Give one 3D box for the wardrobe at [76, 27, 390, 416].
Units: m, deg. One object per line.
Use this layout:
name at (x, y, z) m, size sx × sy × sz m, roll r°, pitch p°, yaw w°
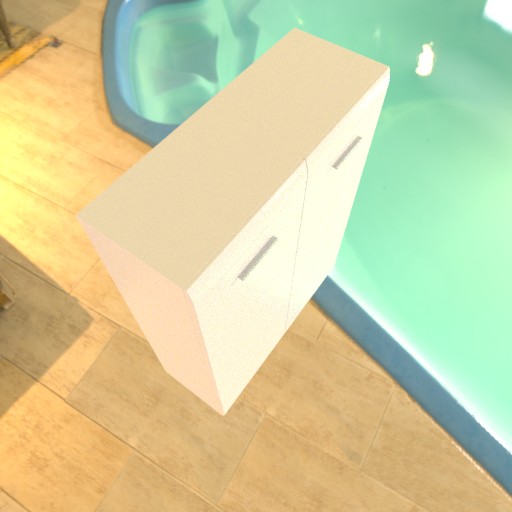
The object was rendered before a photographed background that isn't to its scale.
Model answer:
wardrobe at (0.000, 0.000, 1.651) m, size 0.360 × 1.200 × 0.900 m, roll 32°, pitch 64°, yaw 18°
